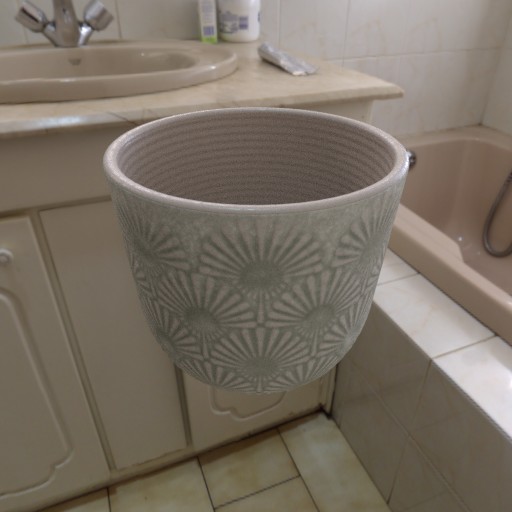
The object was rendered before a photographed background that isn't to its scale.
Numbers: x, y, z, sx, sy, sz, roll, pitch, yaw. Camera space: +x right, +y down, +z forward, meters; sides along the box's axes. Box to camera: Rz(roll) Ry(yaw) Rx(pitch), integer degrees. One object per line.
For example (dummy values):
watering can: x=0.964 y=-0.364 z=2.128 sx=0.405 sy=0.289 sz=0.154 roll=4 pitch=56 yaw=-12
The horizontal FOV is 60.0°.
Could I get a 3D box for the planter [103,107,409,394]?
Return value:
planter: x=0.000 y=0.000 z=0.294 sx=0.170 sy=0.152 sz=0.170 roll=0 pitch=32 yaw=0
